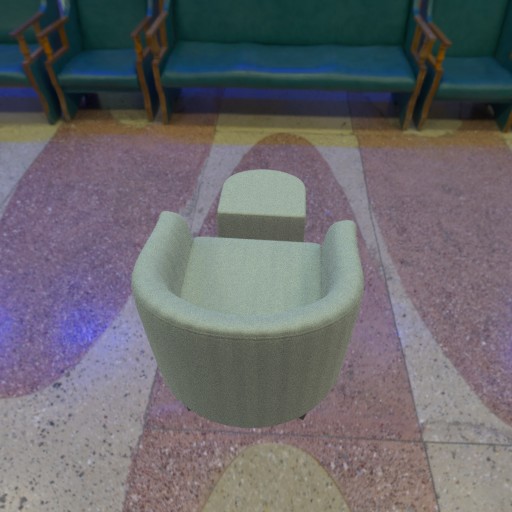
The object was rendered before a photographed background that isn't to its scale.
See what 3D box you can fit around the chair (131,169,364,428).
[{"bbox_3d":[0.000,0.000,1.821,0.756,0.757,1.288,3,46,3],"label":"chair"}]
